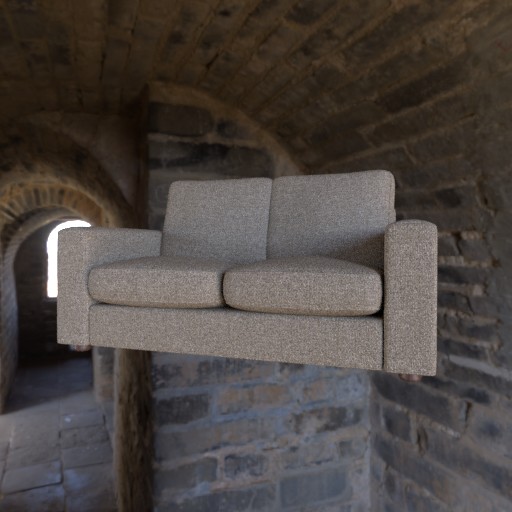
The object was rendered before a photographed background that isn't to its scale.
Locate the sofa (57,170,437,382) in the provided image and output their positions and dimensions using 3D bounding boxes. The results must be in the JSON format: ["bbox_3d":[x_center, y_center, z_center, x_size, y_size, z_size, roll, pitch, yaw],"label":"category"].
[{"bbox_3d":[0.000,0.000,2.195,1.616,0.873,1.016,0,1,19],"label":"sofa"}]
